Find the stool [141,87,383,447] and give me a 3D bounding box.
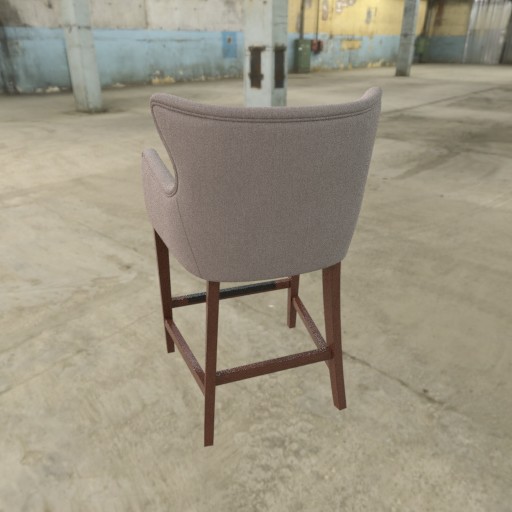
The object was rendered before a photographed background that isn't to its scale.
[{"bbox_3d":[0.000,0.000,1.321,0.575,0.951,0.575,-8,26,-17],"label":"stool"}]
